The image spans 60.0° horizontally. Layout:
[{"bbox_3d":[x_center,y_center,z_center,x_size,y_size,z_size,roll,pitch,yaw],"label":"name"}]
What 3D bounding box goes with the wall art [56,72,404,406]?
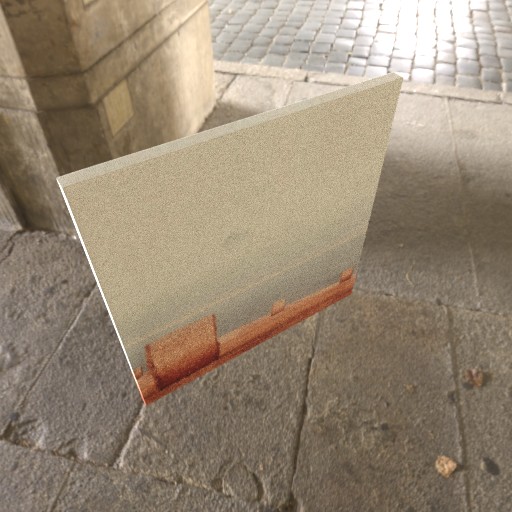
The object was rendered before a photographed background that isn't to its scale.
[{"bbox_3d":[0.000,0.000,1.134,0.760,0.760,0.042,-24,50,-22],"label":"wall art"}]
